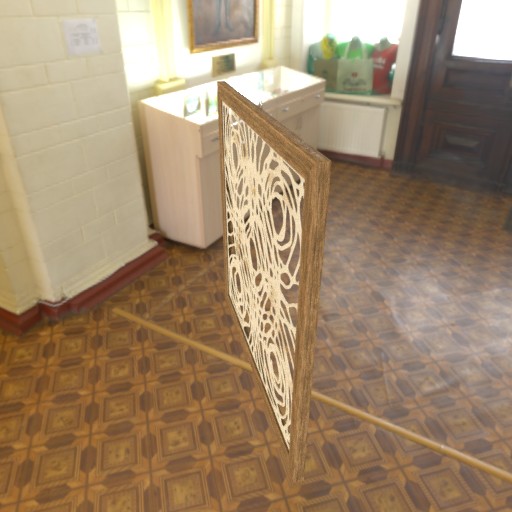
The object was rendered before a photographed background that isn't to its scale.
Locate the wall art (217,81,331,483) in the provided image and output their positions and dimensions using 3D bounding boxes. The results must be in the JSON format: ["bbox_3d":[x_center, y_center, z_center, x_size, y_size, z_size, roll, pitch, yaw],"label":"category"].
[{"bbox_3d":[0.000,0.000,0.844,0.021,0.576,0.561,-8,31,-13],"label":"wall art"}]
